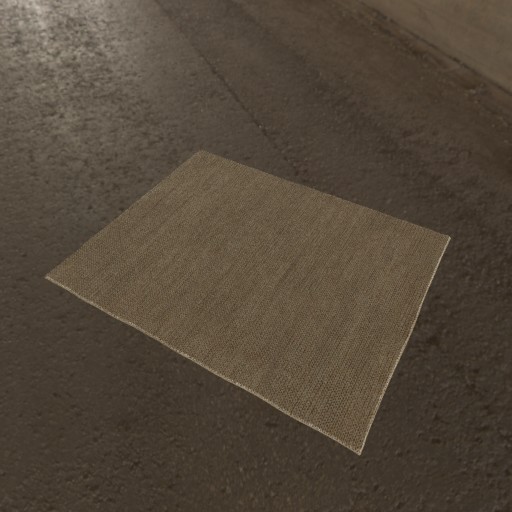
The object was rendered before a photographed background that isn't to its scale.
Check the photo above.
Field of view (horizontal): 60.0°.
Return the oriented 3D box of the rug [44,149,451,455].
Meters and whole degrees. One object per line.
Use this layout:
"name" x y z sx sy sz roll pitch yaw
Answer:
"rug" 0.000 0.000 4.199 3.052 0.030 2.429 23 51 21
